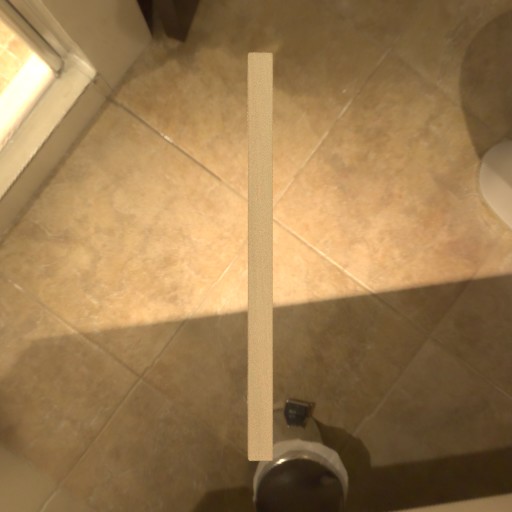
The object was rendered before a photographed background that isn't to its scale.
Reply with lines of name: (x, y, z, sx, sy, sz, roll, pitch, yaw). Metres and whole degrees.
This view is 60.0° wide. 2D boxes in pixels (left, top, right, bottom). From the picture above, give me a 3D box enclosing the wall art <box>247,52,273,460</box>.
wall art: (0.000, 0.000, 1.010, 0.041, 0.710, 0.608, 0, 90, -1)
